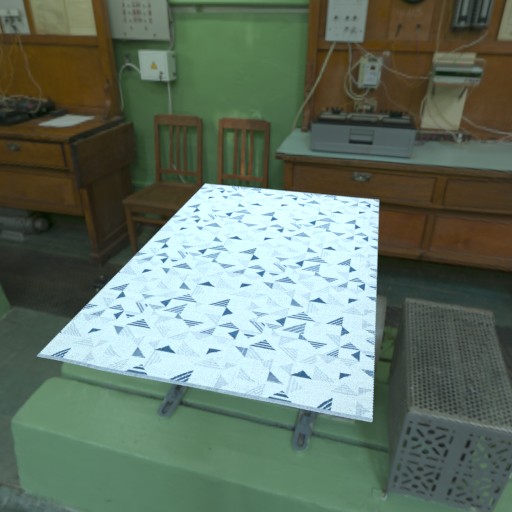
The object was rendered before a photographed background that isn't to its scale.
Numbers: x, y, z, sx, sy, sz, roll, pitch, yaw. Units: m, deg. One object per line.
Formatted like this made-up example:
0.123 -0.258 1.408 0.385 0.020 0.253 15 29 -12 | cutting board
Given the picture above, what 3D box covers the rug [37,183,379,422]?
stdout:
0.000 0.000 2.269 1.206 0.003 1.835 7 31 12 | rug
